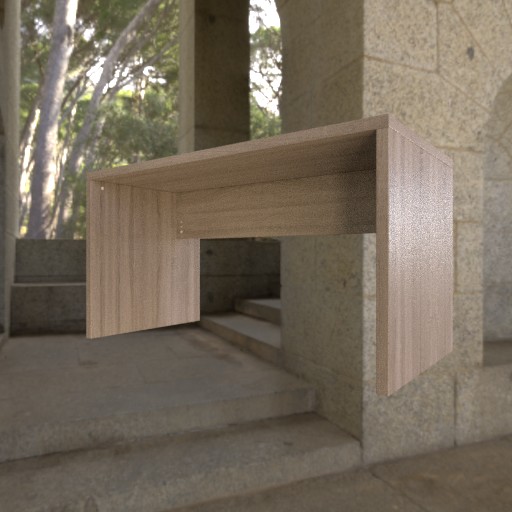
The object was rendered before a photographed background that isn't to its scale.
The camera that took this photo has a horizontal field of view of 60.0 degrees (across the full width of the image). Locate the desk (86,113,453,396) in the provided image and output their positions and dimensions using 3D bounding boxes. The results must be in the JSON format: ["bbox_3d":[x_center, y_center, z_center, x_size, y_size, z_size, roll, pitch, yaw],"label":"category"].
[{"bbox_3d":[0.000,0.000,1.846,1.380,0.745,0.690,0,0,37],"label":"desk"}]
